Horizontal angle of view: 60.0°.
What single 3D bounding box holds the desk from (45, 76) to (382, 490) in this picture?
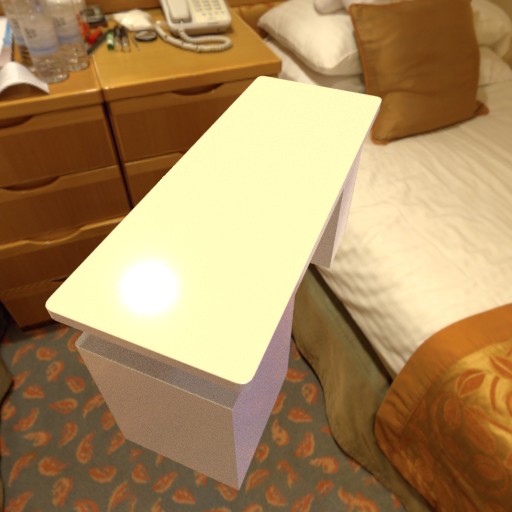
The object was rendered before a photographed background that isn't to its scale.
[{"bbox_3d":[0.000,0.000,1.725,0.550,0.762,1.400,17,48,16],"label":"desk"}]
